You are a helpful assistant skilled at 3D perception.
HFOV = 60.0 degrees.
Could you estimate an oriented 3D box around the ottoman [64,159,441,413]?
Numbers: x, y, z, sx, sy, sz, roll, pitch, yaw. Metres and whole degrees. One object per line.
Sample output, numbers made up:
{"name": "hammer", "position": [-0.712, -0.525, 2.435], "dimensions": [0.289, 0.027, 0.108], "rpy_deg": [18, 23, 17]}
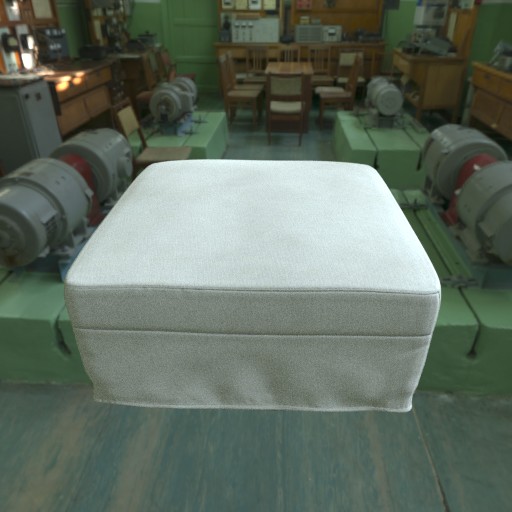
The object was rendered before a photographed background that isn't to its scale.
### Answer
{"name": "ottoman", "position": [0.000, 0.000, 1.367], "dimensions": [0.842, 0.441, 0.843], "rpy_deg": [1, 30, 2]}
